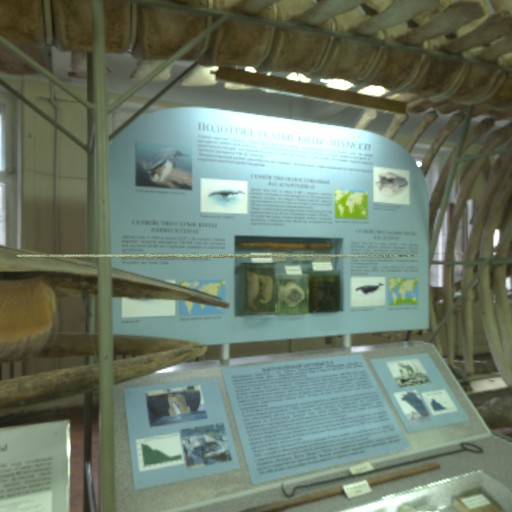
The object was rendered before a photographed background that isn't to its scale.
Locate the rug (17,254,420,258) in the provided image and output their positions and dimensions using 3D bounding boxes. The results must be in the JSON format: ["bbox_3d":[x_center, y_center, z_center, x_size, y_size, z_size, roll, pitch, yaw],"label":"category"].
[{"bbox_3d":[0.000,0.000,4.716,2.393,0.019,3.824,0,0,35],"label":"rug"}]
